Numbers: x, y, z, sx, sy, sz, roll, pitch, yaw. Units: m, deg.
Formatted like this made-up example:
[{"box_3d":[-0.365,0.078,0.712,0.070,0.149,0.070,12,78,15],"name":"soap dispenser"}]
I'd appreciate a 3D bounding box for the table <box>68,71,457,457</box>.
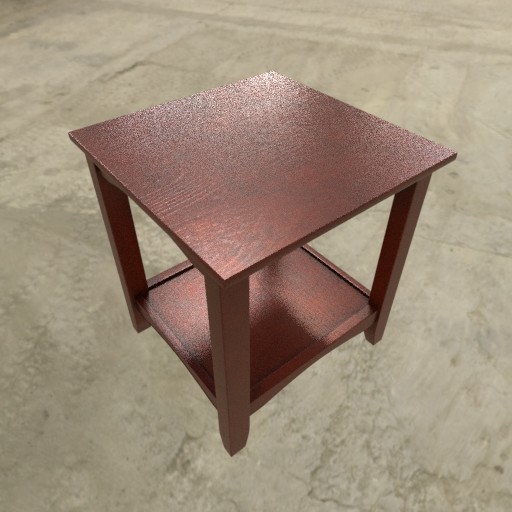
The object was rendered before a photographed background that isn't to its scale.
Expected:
[{"box_3d":[0.000,0.000,0.988,0.523,0.558,0.522,-26,49,-26],"name":"table"}]
